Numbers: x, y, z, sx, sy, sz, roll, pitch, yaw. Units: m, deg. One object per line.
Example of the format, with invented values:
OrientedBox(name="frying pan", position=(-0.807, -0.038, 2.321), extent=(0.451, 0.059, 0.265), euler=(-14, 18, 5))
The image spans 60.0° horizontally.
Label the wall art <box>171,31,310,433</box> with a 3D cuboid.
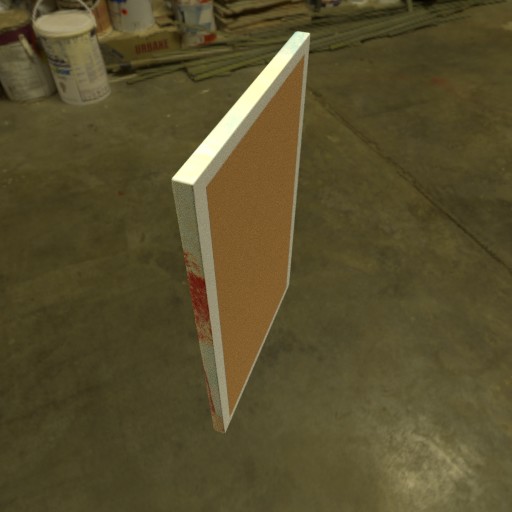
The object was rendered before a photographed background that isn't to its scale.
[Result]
OrientedBox(name="wall art", position=(0.000, 0.000, 1.165), extent=(0.037, 0.915, 0.605), euler=(16, 49, 14))
